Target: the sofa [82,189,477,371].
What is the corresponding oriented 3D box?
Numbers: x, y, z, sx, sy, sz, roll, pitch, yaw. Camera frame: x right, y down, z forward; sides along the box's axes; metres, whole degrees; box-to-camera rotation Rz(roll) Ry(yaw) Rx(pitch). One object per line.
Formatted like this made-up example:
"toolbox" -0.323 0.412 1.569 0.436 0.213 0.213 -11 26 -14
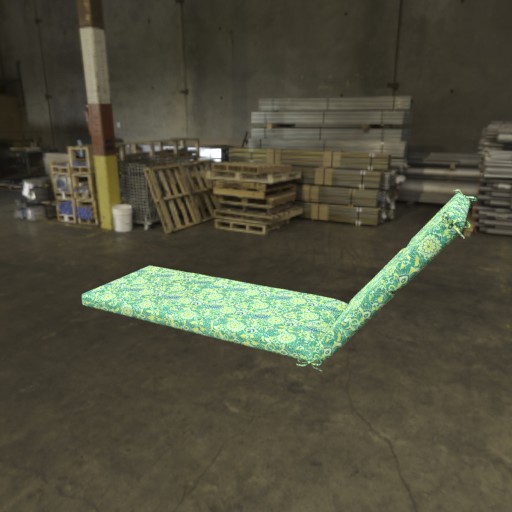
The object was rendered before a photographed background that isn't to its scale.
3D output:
"sofa" 0.000 0.000 1.939 1.663 0.622 0.582 8 19 26
